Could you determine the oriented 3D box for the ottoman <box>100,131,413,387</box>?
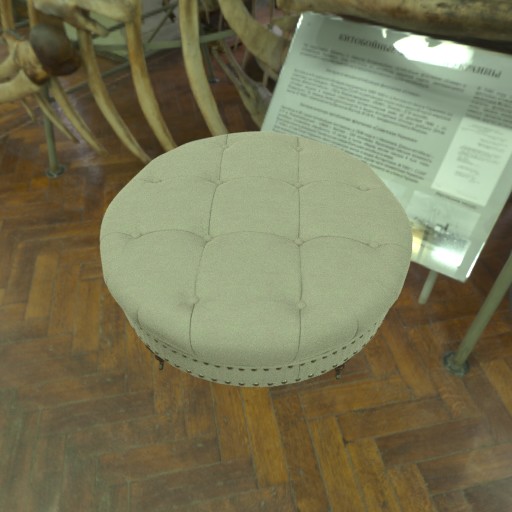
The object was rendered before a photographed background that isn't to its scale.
[{"bbox_3d":[0.000,0.000,1.385,0.901,0.439,0.901,0,46,0],"label":"ottoman"}]
